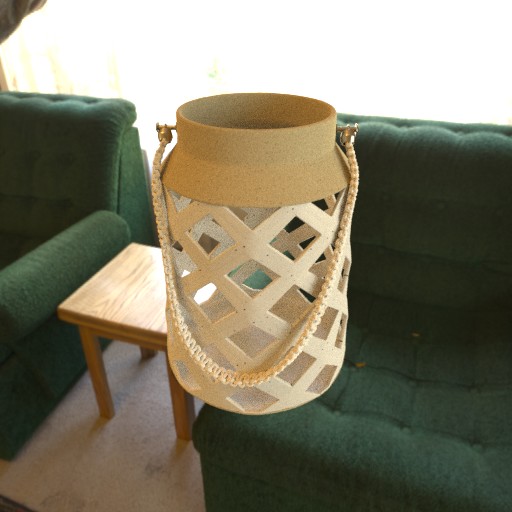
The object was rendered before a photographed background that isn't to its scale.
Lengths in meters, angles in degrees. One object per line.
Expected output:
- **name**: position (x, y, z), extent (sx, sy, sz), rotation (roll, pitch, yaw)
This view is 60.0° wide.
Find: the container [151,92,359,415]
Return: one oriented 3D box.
- **container**: position (0.000, 0.000, 0.356), extent (0.163, 0.229, 0.172), rotation (1, 31, 2)
